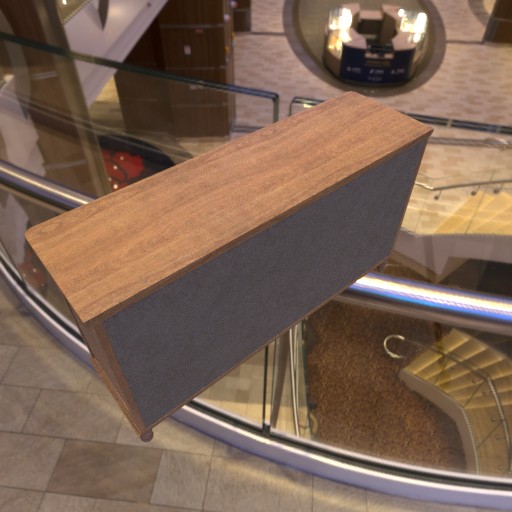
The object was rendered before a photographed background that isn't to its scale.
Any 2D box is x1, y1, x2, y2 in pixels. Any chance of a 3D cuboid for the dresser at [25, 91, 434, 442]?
[{"bbox_3d":[0.000,0.000,1.979,1.583,0.892,0.468,-31,53,-26],"label":"dresser"}]
